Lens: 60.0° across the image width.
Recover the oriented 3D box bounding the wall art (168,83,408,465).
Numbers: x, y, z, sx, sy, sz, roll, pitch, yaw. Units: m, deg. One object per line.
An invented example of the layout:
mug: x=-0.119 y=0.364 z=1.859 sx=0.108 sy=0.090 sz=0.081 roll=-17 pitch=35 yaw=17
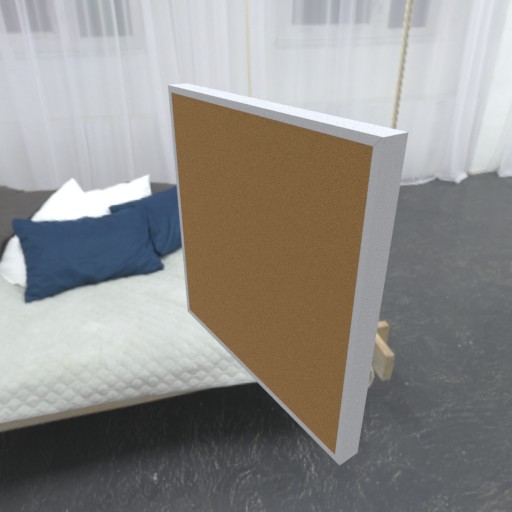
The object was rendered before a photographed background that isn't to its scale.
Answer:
wall art: x=0.000 y=0.000 z=0.767 sx=0.040 sy=0.509 sz=0.509 roll=-18 pitch=33 yaw=-31
